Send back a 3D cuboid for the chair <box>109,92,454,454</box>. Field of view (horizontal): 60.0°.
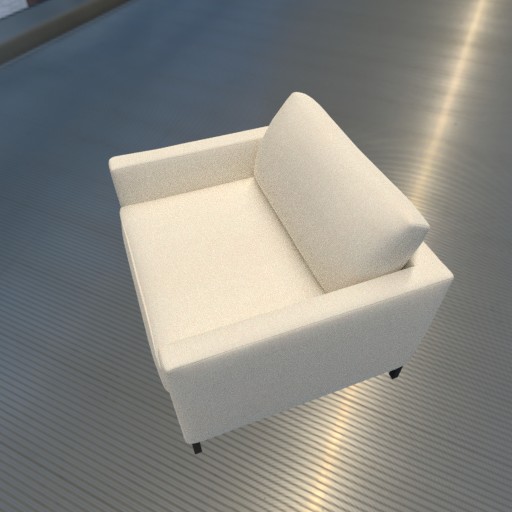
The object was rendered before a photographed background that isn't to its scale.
[{"bbox_3d":[0.000,0.000,1.607,0.875,0.806,0.964,-16,49,-14],"label":"chair"}]
